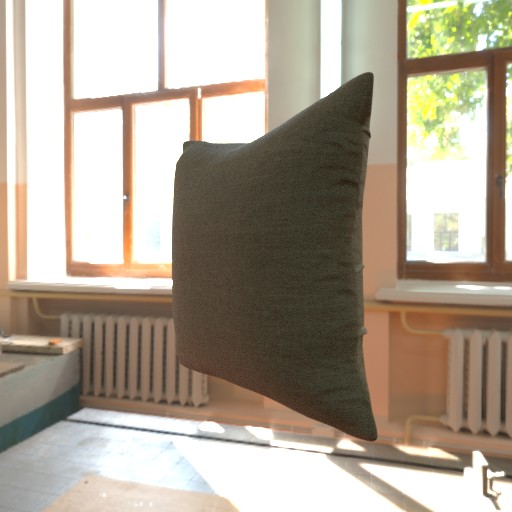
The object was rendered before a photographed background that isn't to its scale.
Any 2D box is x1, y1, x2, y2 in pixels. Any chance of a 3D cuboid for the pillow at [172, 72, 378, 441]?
[{"bbox_3d":[0.000,0.000,0.636,0.169,0.400,0.424,-1,1,-39],"label":"pillow"}]
